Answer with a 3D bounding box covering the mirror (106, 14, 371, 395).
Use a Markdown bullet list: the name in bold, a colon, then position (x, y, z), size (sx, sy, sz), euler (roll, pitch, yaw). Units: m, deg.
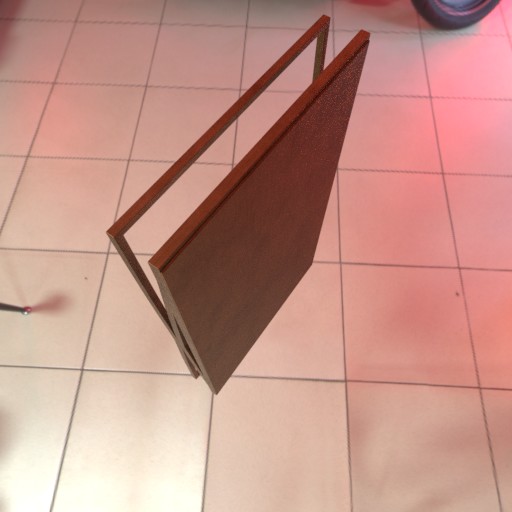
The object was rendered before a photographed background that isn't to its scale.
- **mirror**: position (0.000, 0.000, 0.909), size (0.082, 0.768, 0.468), euler (32, 67, 15)
